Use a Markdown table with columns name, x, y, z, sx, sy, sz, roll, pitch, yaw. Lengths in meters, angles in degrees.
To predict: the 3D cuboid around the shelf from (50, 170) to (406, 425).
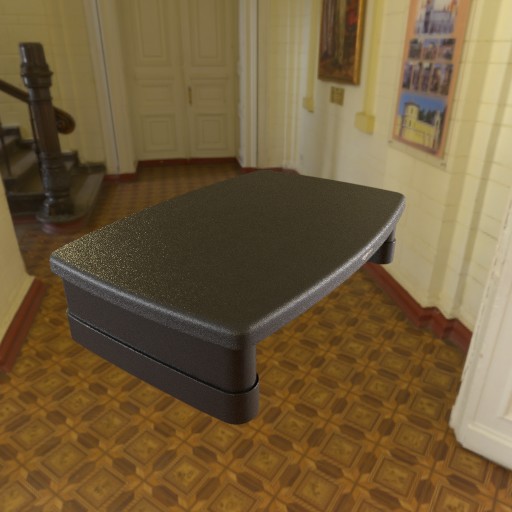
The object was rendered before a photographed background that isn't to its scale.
| name | x | y | z | sx | sy | sz | roll | pitch | yaw |
| --- | --- | --- | --- | --- | --- | --- | --- | --- | --- |
| shelf | 0.000 | 0.000 | 0.546 | 0.280 | 0.100 | 0.410 | 16 | 30 | 30 |
